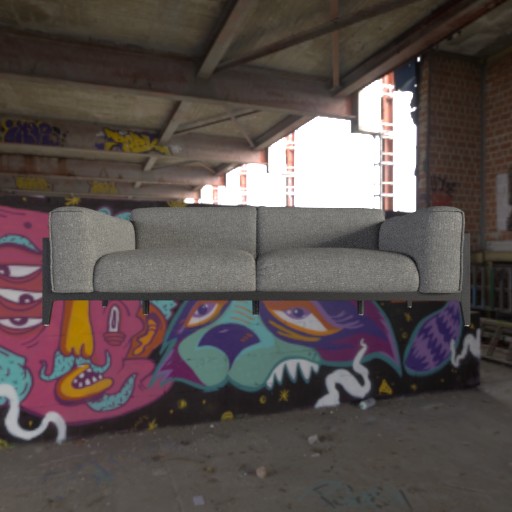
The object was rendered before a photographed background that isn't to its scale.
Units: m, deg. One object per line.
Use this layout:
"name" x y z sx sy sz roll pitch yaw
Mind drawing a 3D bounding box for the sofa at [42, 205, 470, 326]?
"sofa" 0.000 0.000 2.657 2.125 0.703 0.985 0 0 0
